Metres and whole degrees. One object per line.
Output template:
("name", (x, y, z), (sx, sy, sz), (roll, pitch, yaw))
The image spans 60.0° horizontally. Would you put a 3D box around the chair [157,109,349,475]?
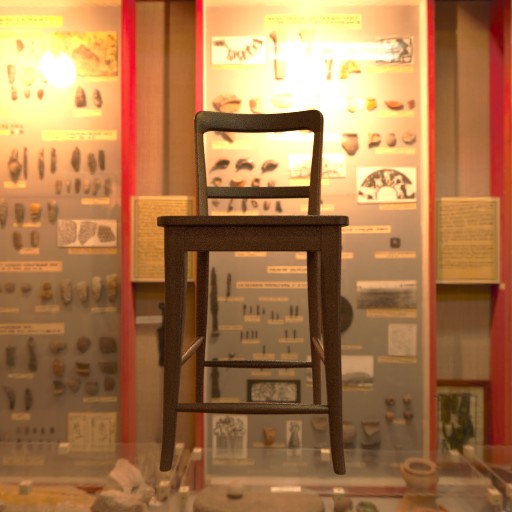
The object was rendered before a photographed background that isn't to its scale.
("chair", (0.000, 0.000, 1.275), (0.450, 0.991, 0.546), (0, 0, 2))
